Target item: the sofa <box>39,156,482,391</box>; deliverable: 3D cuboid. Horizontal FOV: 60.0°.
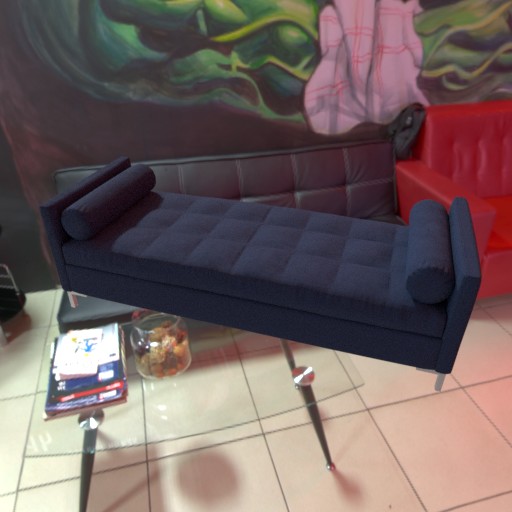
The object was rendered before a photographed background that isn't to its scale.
[{"bbox_3d":[0.000,0.000,2.444,2.102,0.657,0.797,10,34,15],"label":"sofa"}]
